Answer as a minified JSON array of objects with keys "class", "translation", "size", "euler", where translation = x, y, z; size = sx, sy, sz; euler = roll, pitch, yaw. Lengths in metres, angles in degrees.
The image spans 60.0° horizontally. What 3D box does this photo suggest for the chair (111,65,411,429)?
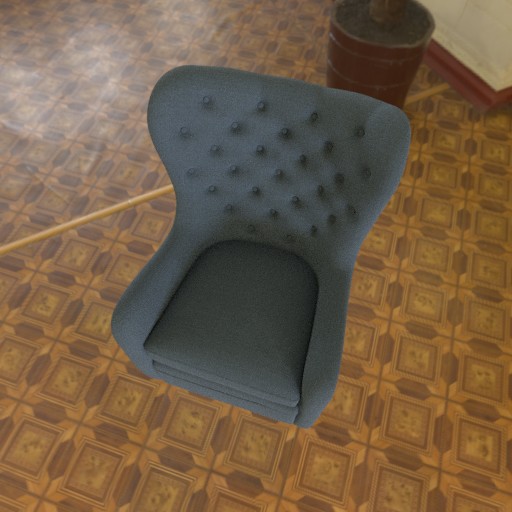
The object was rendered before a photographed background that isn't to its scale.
[{"class":"chair","translation":[0.000,0.000,1.708],"size":[0.831,1.079,0.930],"euler":[15,59,9]}]
